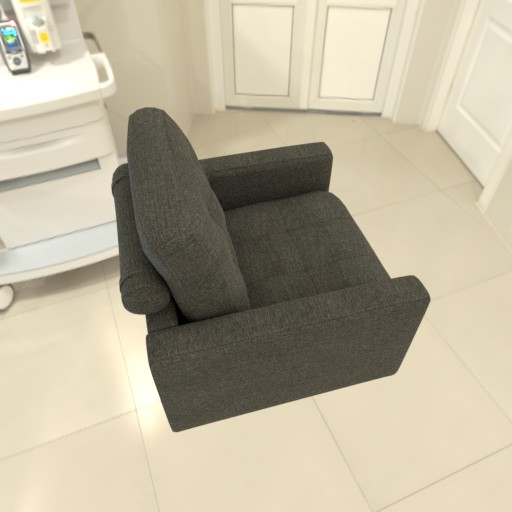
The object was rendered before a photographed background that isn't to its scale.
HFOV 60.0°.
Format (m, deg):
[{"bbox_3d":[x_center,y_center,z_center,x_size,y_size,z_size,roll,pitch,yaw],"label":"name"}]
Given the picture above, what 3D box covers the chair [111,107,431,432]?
[{"bbox_3d":[0.000,0.000,1.507,0.843,0.880,0.821,-11,48,-10],"label":"chair"}]
